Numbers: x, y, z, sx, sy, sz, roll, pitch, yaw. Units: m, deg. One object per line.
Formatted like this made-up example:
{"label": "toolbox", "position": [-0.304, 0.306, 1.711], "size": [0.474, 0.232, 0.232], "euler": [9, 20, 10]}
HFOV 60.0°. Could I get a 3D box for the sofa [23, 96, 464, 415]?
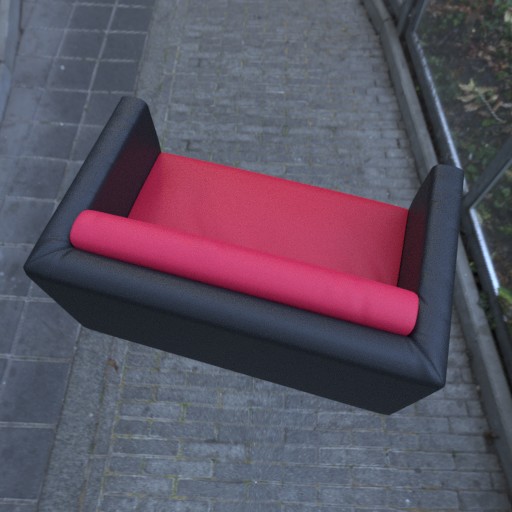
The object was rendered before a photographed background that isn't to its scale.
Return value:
{"label": "sofa", "position": [0.000, 0.000, 1.841], "size": [1.410, 0.735, 0.845], "euler": [14, 64, 7]}
